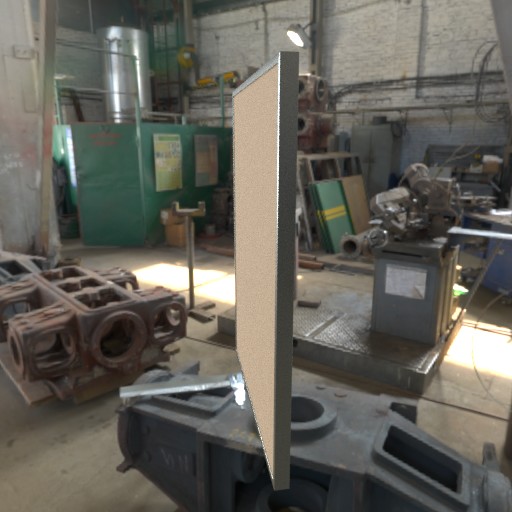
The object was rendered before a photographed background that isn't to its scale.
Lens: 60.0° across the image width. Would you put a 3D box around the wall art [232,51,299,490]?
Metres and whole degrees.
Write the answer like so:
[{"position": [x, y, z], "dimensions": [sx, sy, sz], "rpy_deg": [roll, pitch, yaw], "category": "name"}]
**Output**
[{"position": [0.000, 0.000, 1.413], "dimensions": [0.041, 1.062, 0.803], "rpy_deg": [-3, 15, -9], "category": "wall art"}]
